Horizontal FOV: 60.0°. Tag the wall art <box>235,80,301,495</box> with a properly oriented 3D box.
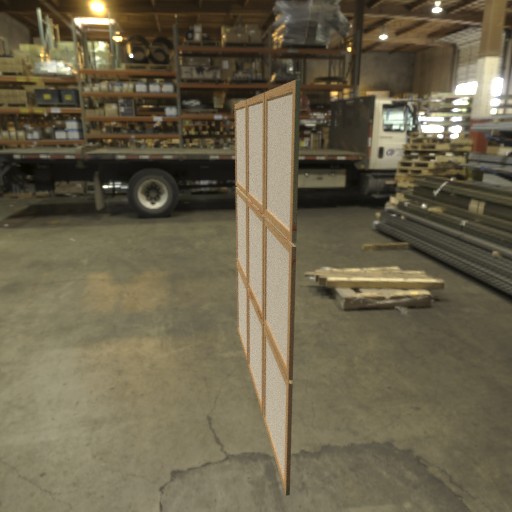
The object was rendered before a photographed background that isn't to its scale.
[{"bbox_3d":[0.000,0.000,1.797,0.013,1.219,1.214,-3,16,-9],"label":"wall art"}]
